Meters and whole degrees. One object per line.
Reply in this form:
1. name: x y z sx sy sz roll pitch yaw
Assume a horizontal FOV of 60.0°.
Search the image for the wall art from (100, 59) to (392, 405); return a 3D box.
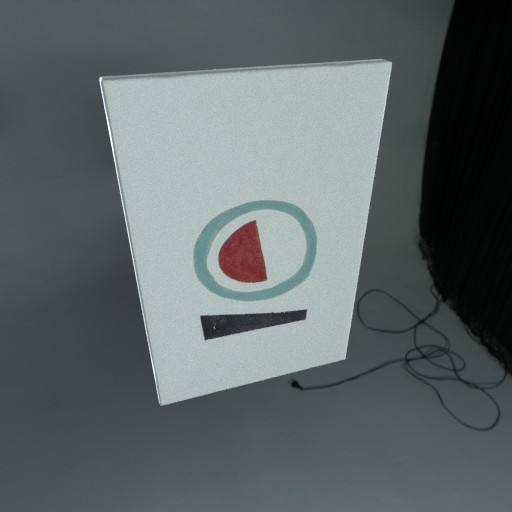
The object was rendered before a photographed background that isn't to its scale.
1. wall art: 0.000 0.000 1.137 0.602 0.902 0.048 -10 35 -15
